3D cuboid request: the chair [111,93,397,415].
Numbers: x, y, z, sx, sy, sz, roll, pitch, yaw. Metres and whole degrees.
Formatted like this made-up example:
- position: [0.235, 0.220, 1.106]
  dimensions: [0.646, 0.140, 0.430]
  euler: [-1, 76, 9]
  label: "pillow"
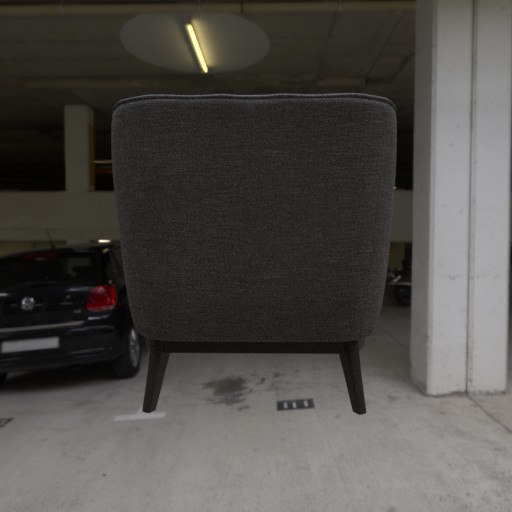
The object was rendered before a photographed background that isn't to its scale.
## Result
- position: [0.000, 0.000, 1.495]
  dimensions: [0.870, 0.829, 0.851]
  euler: [0, 2, 1]
  label: "chair"
